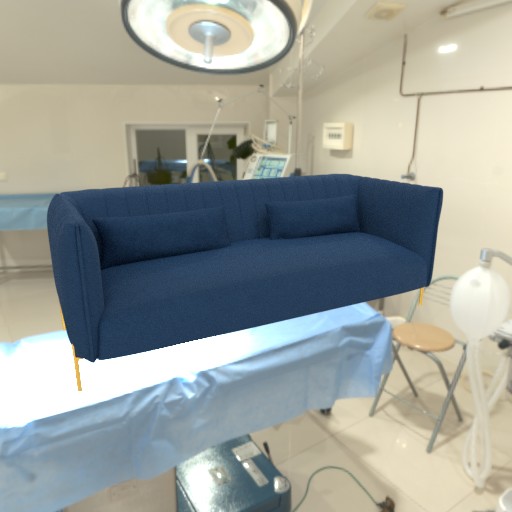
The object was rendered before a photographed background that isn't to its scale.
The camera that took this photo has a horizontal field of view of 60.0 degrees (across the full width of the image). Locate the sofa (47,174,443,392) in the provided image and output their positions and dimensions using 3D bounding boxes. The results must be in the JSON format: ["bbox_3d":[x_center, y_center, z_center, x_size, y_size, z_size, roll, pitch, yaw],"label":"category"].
[{"bbox_3d":[0.000,0.000,2.585,2.136,0.793,0.896,-9,19,-26],"label":"sofa"}]
